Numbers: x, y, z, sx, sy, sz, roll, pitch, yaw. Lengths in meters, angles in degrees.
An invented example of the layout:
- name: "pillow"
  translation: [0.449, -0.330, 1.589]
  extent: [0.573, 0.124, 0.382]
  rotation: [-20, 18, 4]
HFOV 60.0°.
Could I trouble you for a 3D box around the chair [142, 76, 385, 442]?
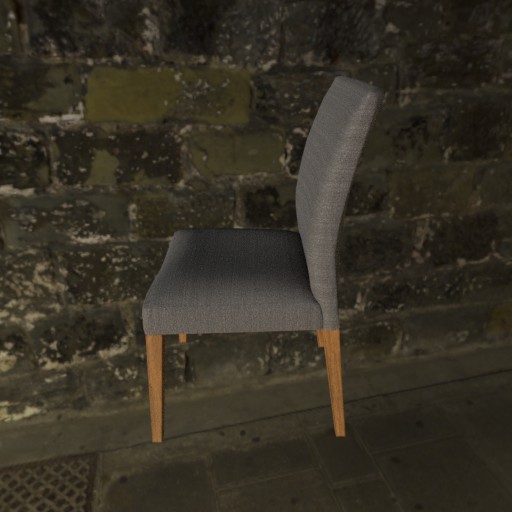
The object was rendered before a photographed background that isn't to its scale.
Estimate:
- name: "chair"
  translation: [0.000, 0.000, 1.279]
  extent: [0.585, 0.940, 0.496]
  rotation: [0, 26, 0]
